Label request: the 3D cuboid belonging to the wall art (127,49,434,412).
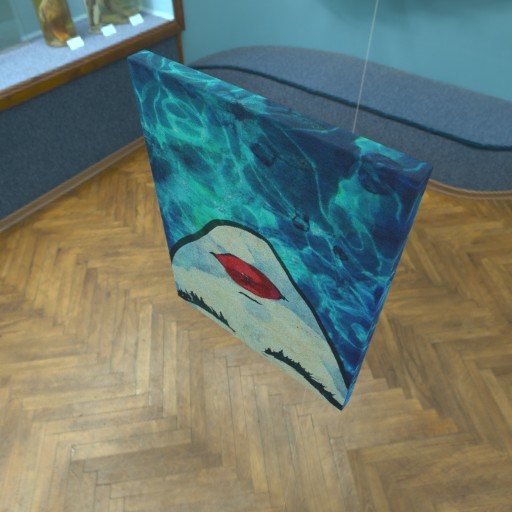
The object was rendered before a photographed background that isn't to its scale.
[{"bbox_3d":[0.000,0.000,0.853,0.508,0.635,0.038,31,55,25],"label":"wall art"}]
